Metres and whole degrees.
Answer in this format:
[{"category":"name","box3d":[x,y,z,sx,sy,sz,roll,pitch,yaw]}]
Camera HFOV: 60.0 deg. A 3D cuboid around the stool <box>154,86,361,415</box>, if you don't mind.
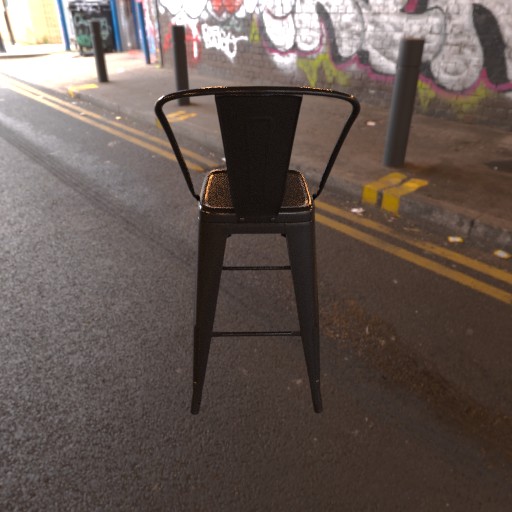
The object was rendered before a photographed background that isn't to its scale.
[{"category":"stool","box3d":[0.000,0.000,1.305,0.432,1.022,0.528,0,30,-1]}]
